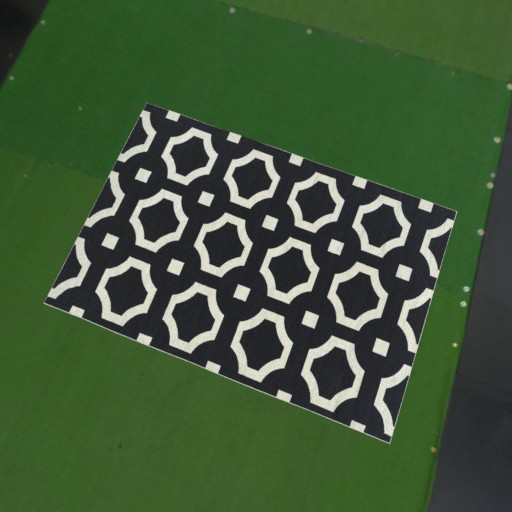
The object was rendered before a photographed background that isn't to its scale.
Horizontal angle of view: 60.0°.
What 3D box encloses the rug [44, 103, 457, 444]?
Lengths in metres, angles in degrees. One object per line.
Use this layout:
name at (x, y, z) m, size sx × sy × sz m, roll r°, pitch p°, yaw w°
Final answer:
rug at (0.000, 0.000, 2.885) m, size 2.286 × 0.016 × 1.555 m, roll 21°, pitch 76°, yaw 5°
